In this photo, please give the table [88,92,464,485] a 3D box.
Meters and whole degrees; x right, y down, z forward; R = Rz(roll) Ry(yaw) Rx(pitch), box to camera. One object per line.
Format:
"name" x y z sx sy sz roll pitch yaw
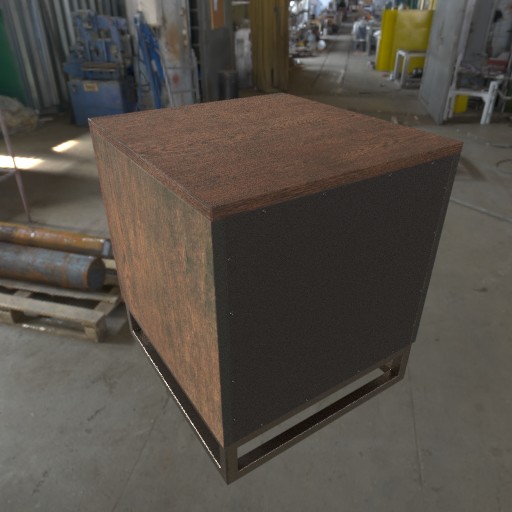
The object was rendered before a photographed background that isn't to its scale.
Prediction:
"table" 0.000 0.000 1.012 0.506 0.582 0.566 -19 35 -28
